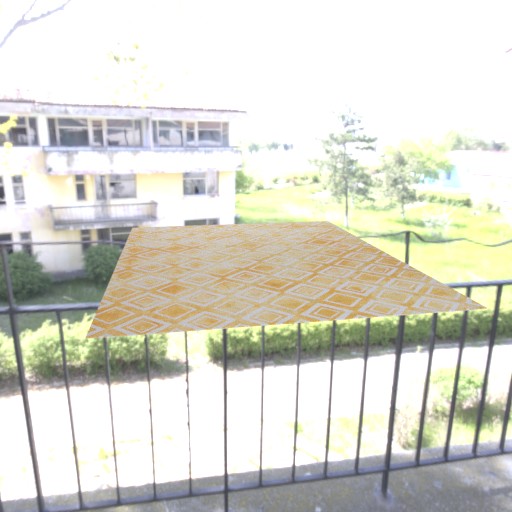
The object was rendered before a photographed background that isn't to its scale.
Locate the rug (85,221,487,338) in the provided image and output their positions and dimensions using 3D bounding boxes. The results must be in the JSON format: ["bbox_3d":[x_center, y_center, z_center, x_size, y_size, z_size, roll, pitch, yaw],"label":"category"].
[{"bbox_3d":[0.000,0.000,4.040,2.433,0.011,3.037,-3,15,-10],"label":"rug"}]
